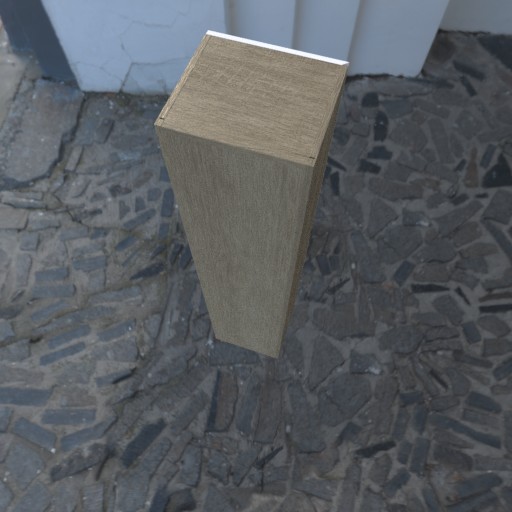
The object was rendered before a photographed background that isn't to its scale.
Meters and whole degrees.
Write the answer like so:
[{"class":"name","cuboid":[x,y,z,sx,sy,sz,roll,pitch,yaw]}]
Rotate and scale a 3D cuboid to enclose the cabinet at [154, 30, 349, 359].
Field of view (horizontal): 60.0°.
[{"class":"cabinet","cuboid":[0.000,0.000,1.467,0.300,1.400,0.270,17,65,8]}]
